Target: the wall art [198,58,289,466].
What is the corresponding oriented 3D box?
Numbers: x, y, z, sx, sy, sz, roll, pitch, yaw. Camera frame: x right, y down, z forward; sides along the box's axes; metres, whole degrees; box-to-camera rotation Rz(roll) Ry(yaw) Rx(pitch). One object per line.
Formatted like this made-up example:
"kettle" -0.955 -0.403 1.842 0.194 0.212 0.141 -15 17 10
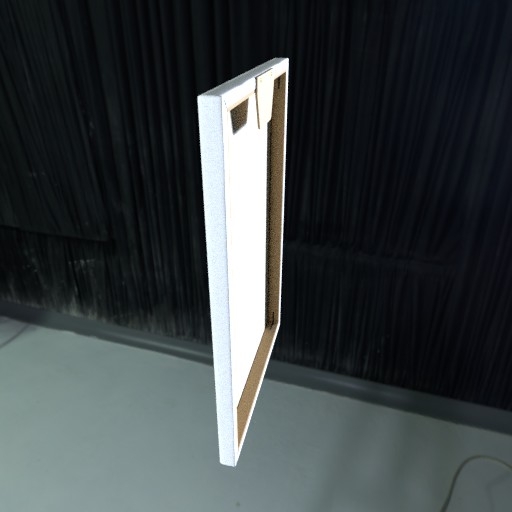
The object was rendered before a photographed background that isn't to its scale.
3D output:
"wall art" 0.000 0.000 1.166 0.048 0.902 0.602 7 30 12
